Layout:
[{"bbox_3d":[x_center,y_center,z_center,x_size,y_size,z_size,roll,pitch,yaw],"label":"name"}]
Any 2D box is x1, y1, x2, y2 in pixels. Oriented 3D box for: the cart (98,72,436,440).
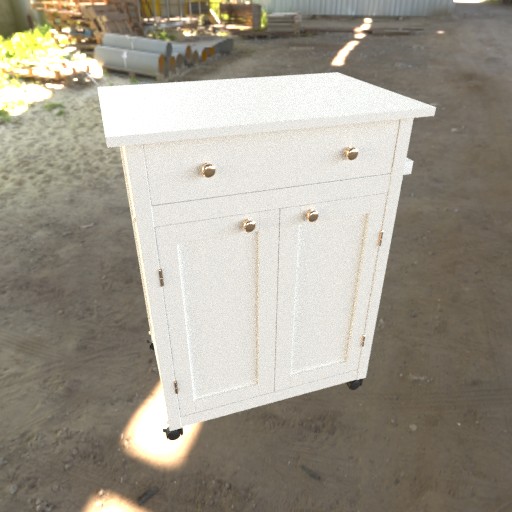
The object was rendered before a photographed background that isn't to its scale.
[{"bbox_3d":[0.000,0.000,1.244,0.683,0.864,0.442,-10,33,-16],"label":"cart"}]
